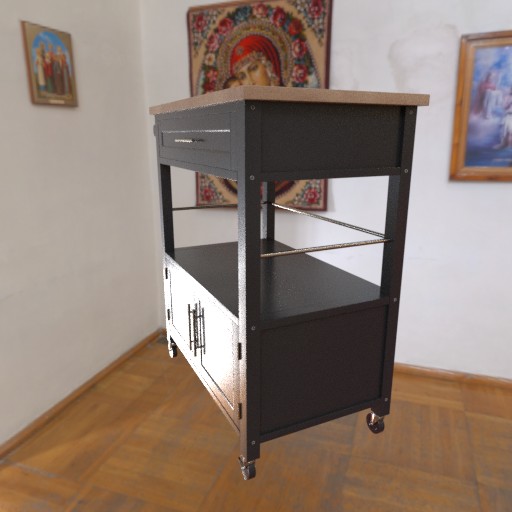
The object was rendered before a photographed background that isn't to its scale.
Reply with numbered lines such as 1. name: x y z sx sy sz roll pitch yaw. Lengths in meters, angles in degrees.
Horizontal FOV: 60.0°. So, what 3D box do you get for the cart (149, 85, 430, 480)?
1. cart: 0.000 0.000 1.377 0.459 0.901 0.840 -7 17 -25
